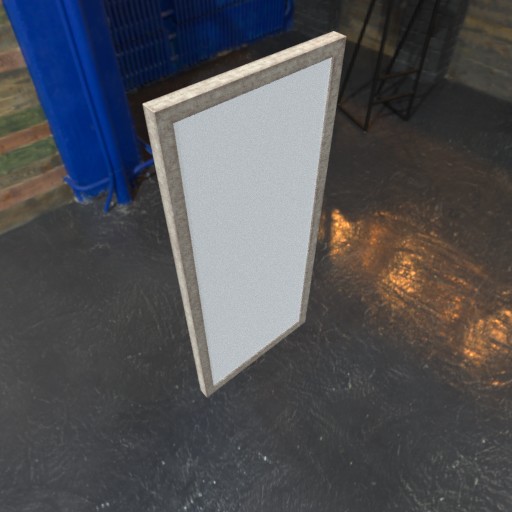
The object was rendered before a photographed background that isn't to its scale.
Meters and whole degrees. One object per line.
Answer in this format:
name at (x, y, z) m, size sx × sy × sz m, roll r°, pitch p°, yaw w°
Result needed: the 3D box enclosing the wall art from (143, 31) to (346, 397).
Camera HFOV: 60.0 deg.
wall art at (0.000, 0.000, 1.689) m, size 0.648 × 1.461 × 0.051 m, roll -32°, pitch 55°, yaw -26°
